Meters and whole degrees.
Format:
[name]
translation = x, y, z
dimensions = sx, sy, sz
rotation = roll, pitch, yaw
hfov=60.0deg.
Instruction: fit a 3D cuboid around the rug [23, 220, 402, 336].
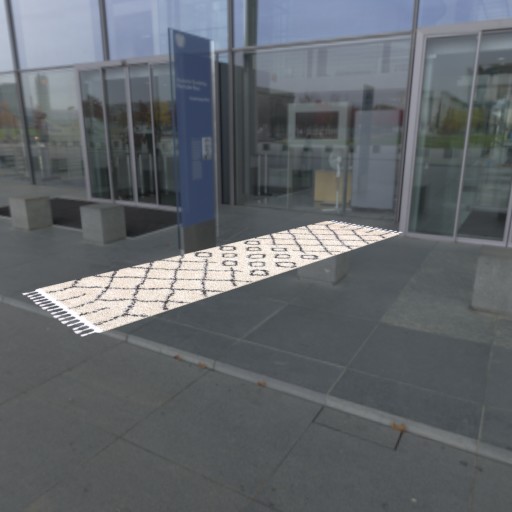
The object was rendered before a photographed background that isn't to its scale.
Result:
[rug]
translation = 0.000, 0.000, 2.700
dimensions = 2.464, 0.005, 0.660
rotation = -15, 22, -43
